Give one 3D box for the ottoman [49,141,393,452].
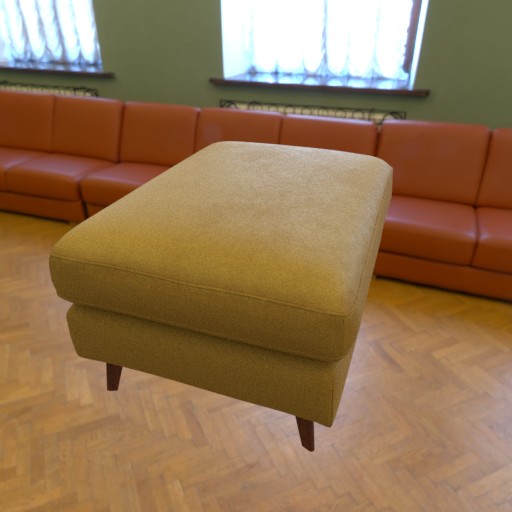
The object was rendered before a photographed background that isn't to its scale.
[{"bbox_3d":[0.000,0.000,1.152,0.608,0.449,0.811,10,31,17],"label":"ottoman"}]
